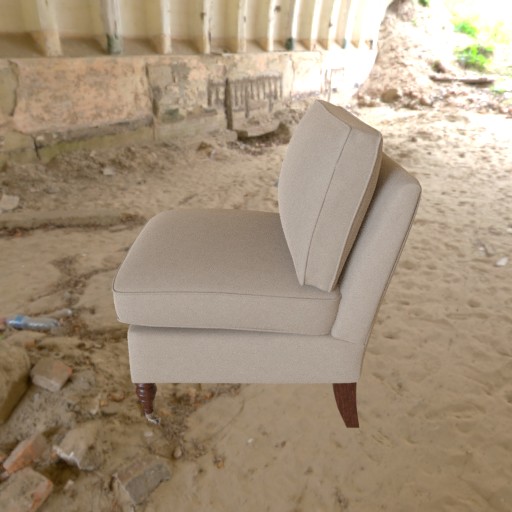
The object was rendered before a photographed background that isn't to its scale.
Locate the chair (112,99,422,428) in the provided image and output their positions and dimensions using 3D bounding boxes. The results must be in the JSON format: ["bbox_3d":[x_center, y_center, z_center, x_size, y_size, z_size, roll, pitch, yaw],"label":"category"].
[{"bbox_3d":[0.000,0.000,1.661,0.912,1.052,0.724,0,25,0],"label":"chair"}]
